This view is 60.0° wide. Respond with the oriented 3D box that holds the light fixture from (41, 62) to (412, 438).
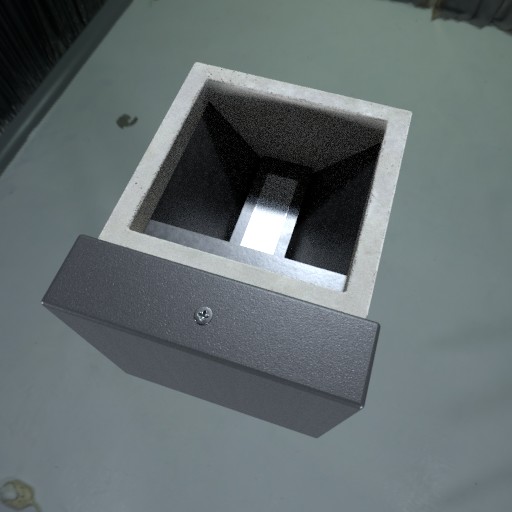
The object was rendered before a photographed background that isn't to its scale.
[{"bbox_3d":[0.000,0.000,0.237,0.121,0.121,0.143,16,64,8],"label":"light fixture"}]
